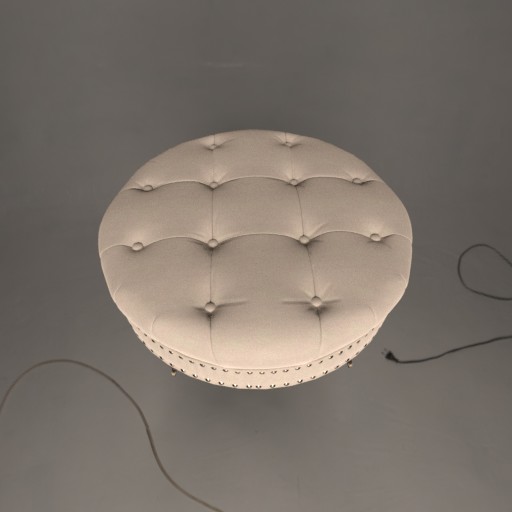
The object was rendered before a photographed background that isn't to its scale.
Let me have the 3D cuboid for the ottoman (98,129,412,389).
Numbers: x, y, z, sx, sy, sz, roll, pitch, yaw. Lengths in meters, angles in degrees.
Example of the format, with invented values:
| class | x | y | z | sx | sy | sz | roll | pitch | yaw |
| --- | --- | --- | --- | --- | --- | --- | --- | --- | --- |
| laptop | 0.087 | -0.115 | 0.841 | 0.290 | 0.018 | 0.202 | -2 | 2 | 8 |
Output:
| class | x | y | z | sx | sy | sz | roll | pitch | yaw |
| --- | --- | --- | --- | --- | --- | --- | --- | --- | --- |
| ottoman | 0.000 | 0.000 | 1.380 | 0.901 | 0.439 | 0.901 | 0 | 47 | 0 |
